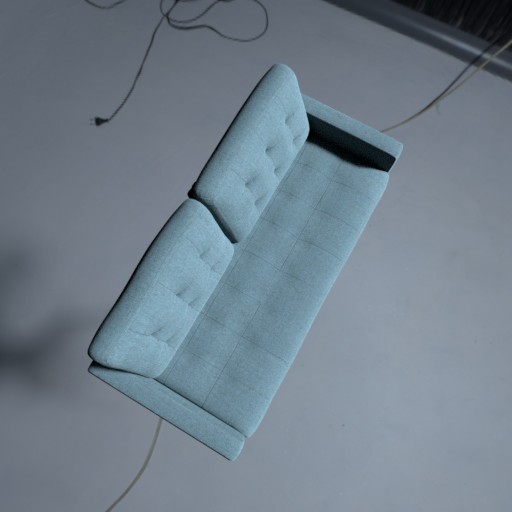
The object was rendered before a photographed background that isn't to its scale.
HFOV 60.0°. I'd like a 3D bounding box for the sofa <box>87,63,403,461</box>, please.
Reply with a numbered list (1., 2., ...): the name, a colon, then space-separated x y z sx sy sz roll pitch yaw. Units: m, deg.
1. sofa: 0.000 0.000 2.591 0.966 1.050 2.010 29 77 7
